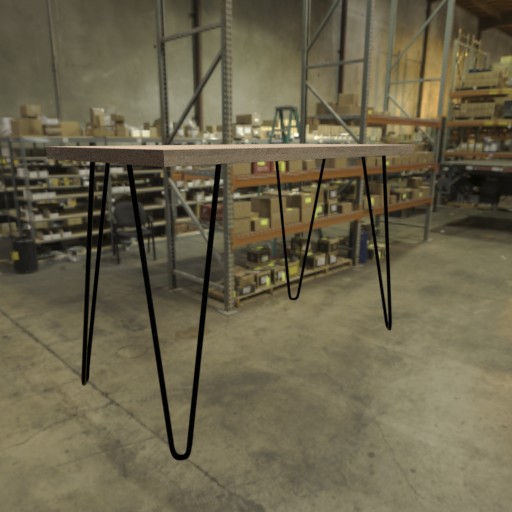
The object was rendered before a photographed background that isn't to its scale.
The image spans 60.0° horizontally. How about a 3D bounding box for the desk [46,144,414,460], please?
[{"bbox_3d":[0.000,0.000,1.366,0.499,0.660,0.991,14,20,42],"label":"desk"}]
